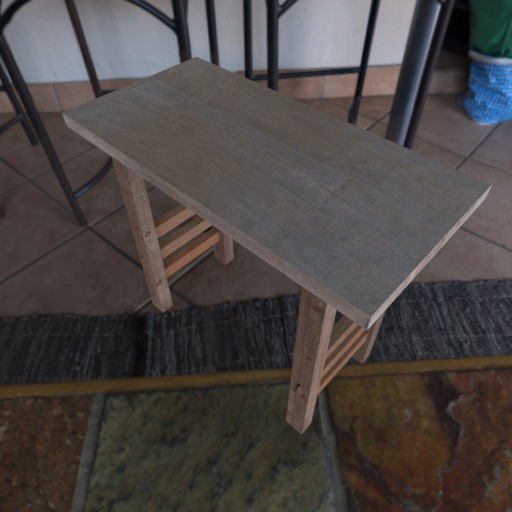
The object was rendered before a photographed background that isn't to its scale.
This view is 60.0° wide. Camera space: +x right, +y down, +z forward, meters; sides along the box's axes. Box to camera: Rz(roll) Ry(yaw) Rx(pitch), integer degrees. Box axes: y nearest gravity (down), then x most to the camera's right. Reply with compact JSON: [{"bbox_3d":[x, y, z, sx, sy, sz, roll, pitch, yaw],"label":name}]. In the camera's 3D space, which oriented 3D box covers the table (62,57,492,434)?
[{"bbox_3d":[0.000,0.000,1.579,1.119,0.914,0.556,34,56,28],"label":"table"}]
